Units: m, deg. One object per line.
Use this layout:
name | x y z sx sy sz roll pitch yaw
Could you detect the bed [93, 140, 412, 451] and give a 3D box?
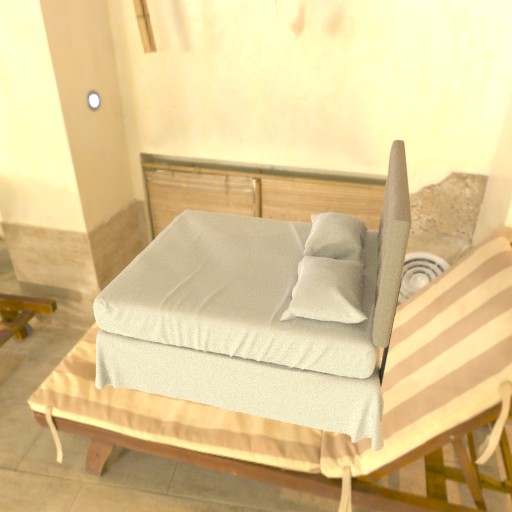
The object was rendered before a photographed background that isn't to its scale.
bed | 0.000 0.000 3.511 2.222 1.577 1.936 7 30 13
